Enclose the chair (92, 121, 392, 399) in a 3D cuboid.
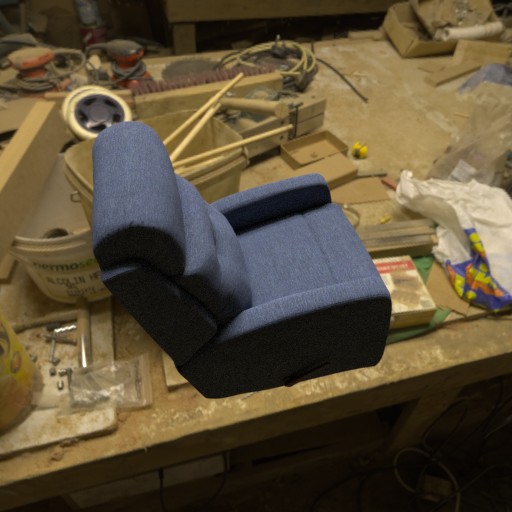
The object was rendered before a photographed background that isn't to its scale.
[{"bbox_3d":[0.000,0.000,1.754,1.043,1.013,0.798,-10,48,-9],"label":"chair"}]
